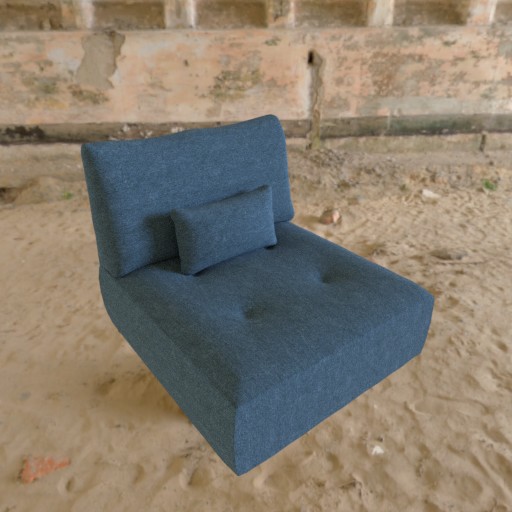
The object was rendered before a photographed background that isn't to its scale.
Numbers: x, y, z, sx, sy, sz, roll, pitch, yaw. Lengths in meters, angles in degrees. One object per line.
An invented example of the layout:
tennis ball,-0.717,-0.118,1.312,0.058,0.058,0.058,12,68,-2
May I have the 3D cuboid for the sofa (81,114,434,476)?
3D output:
sofa,0.000,0.000,1.693,0.930,0.820,1.000,-20,34,-32
